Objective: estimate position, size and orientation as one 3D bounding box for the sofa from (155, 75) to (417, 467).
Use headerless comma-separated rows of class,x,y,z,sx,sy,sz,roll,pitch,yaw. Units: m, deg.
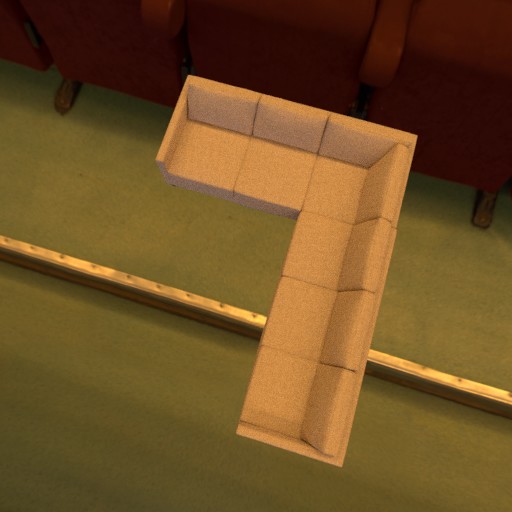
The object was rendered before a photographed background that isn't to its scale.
sofa,0.000,0.000,4.337,2.432,0.863,3.182,16,76,4
